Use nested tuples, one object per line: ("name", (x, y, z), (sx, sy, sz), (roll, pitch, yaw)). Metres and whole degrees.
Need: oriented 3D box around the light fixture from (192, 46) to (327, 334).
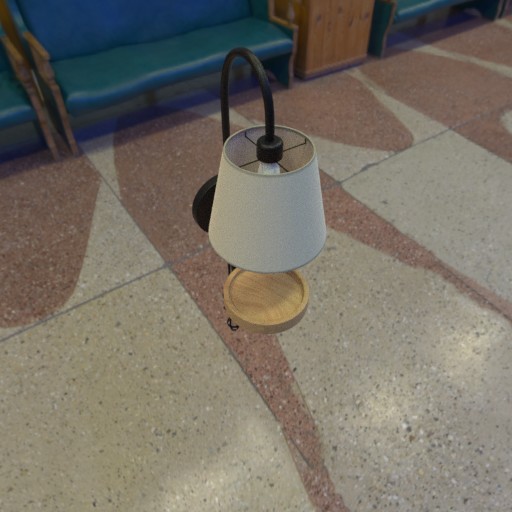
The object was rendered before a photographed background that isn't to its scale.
("light fixture", (0.000, 0.000, 0.926), (0.220, 0.821, 0.299), (-25, 51, -22))
